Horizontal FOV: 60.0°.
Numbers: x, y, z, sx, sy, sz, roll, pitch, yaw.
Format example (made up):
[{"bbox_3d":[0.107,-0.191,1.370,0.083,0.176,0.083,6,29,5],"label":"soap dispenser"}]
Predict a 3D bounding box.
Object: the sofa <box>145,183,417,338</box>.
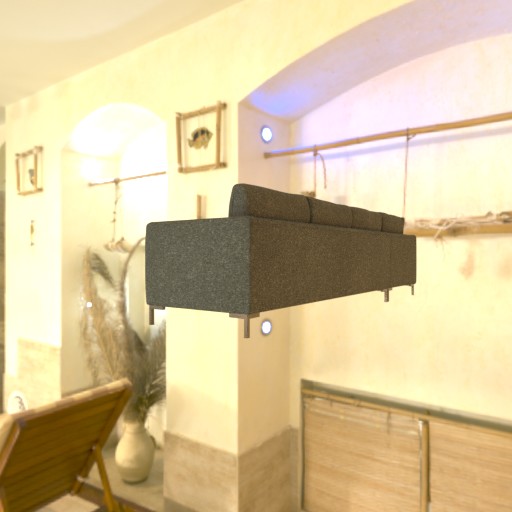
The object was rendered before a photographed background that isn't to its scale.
[{"bbox_3d":[0.000,0.000,3.970,2.007,0.815,2.949,0,0,36],"label":"sofa"}]
